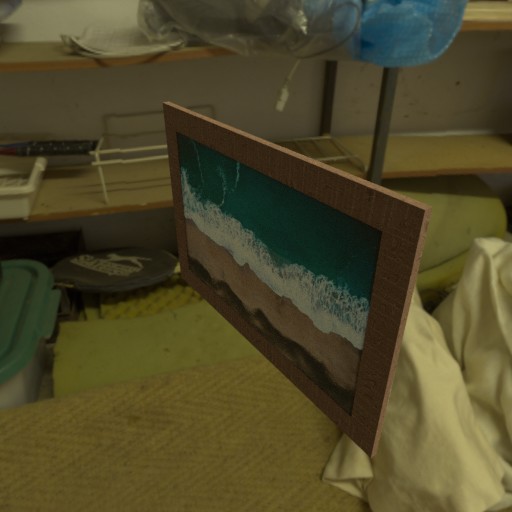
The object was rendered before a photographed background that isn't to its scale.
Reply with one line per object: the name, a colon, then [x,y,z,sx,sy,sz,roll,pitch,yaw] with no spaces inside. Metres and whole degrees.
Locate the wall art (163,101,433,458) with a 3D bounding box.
wall art: [0.000,0.000,1.172,0.019,0.626,0.917,-21,37,-30]
